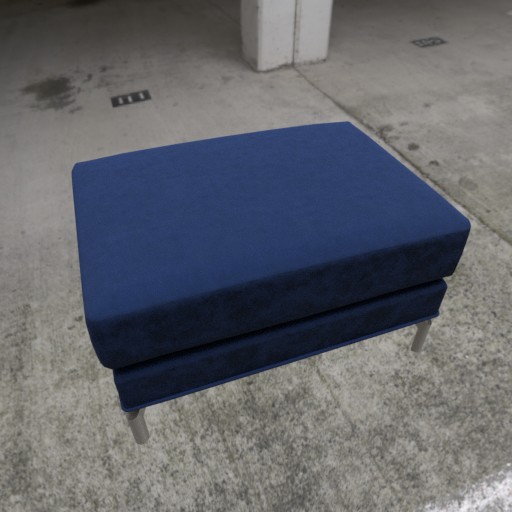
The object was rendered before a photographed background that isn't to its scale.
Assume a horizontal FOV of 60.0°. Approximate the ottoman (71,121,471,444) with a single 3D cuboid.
[{"bbox_3d":[0.000,0.000,1.195,0.835,0.498,0.587,-13,43,-15],"label":"ottoman"}]
